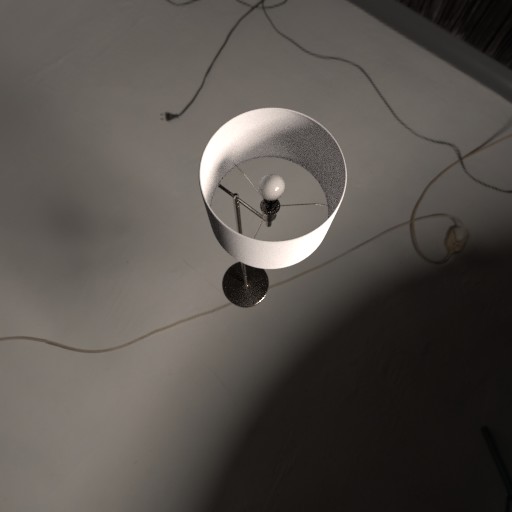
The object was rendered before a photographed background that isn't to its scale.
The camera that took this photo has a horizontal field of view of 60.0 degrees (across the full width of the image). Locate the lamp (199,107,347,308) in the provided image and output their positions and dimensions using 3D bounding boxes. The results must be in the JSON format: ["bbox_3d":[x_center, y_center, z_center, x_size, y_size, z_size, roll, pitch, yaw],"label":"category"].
[{"bbox_3d":[0.000,0.000,1.745,0.416,1.600,0.324,37,78,9],"label":"lamp"}]
